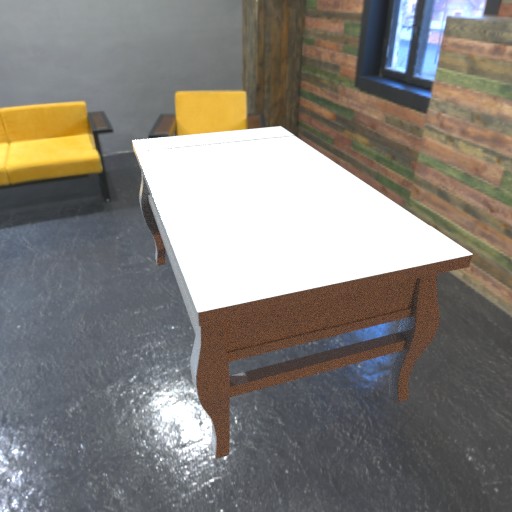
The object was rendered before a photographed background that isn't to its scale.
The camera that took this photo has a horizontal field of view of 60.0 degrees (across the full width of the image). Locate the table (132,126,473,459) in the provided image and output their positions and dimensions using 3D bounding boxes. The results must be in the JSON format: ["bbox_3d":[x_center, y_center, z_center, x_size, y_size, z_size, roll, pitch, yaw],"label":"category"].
[{"bbox_3d":[0.000,0.000,1.394,0.600,0.495,1.062,-10,33,-16],"label":"table"}]
